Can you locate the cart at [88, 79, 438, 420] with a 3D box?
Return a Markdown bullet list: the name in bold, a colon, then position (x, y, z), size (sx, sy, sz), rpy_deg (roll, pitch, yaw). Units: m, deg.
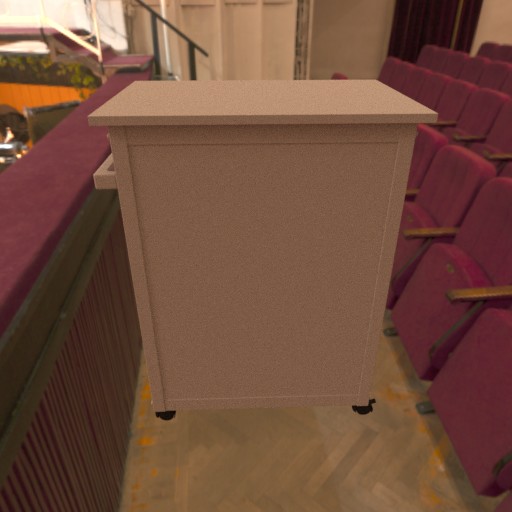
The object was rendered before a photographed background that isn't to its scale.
- **cart**: position (0.000, 0.000, 1.243), size (0.683, 0.864, 0.442), rpy_deg (-1, 30, -2)
